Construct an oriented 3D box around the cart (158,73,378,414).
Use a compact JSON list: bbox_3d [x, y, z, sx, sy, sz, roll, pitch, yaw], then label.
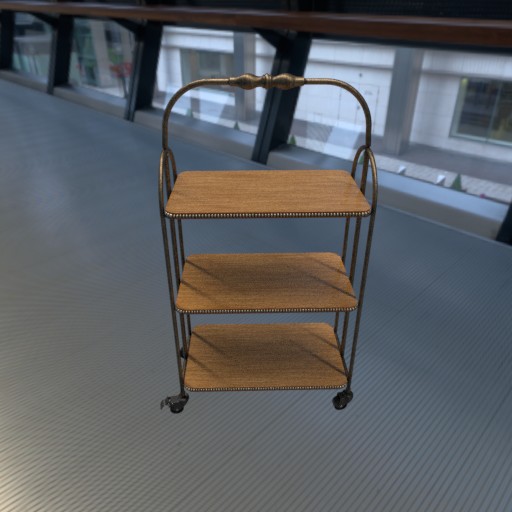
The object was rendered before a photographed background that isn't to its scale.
[{"bbox_3d":[0.000,0.000,1.370,0.650,1.052,0.330,-1,30,-1],"label":"cart"}]
